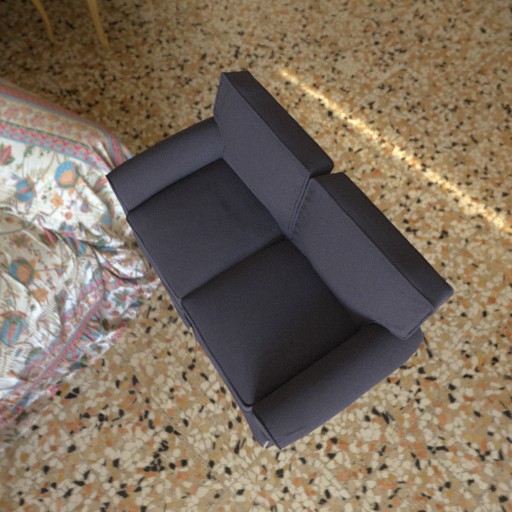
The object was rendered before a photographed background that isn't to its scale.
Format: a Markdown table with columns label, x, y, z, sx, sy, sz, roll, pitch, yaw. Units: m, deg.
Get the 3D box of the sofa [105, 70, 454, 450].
| label | x | y | z | sx | sy | sz | roll | pitch | yaw |
| --- | --- | --- | --- | --- | --- | --- | --- | --- | --- |
| sofa | 0.000 | 0.000 | 2.438 | 0.997 | 1.059 | 1.801 | -31 | 67 | -15 |
